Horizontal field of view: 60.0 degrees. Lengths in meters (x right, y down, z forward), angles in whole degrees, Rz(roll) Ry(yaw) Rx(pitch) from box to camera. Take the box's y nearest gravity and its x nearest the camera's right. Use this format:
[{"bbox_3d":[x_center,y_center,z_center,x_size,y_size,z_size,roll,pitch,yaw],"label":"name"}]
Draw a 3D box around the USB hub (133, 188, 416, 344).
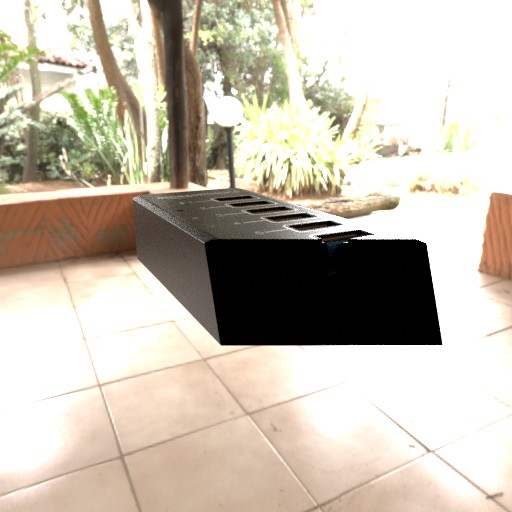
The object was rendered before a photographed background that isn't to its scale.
[{"bbox_3d":[0.000,0.000,0.127,0.044,0.023,0.110,-9,19,-27],"label":"USB hub"}]
